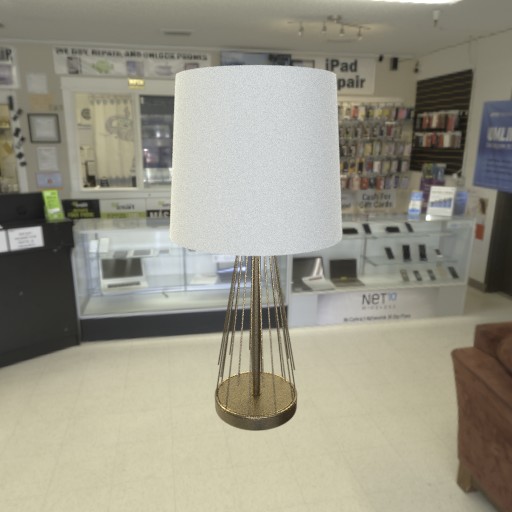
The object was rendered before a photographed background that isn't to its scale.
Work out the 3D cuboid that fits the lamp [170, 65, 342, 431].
[{"bbox_3d":[0.000,0.000,0.804,0.303,0.618,0.303,0,15,0],"label":"lamp"}]
